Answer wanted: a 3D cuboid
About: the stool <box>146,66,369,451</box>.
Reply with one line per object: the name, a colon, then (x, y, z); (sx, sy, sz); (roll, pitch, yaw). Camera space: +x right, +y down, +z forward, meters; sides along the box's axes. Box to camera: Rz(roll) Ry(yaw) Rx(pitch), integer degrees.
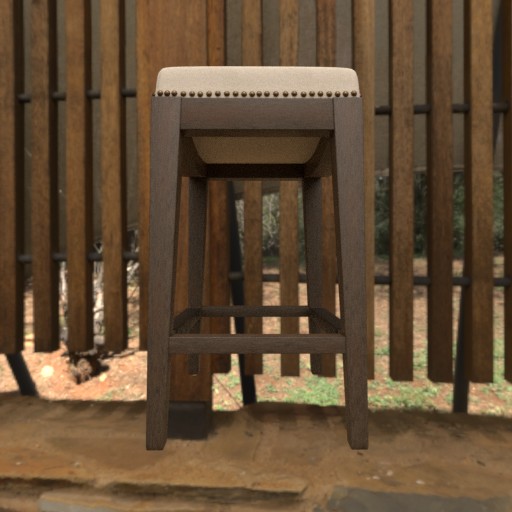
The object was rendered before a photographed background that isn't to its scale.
stool: (0.000, 0.000, 0.968); (0.361, 0.642, 0.500); (0, 0, -1)
